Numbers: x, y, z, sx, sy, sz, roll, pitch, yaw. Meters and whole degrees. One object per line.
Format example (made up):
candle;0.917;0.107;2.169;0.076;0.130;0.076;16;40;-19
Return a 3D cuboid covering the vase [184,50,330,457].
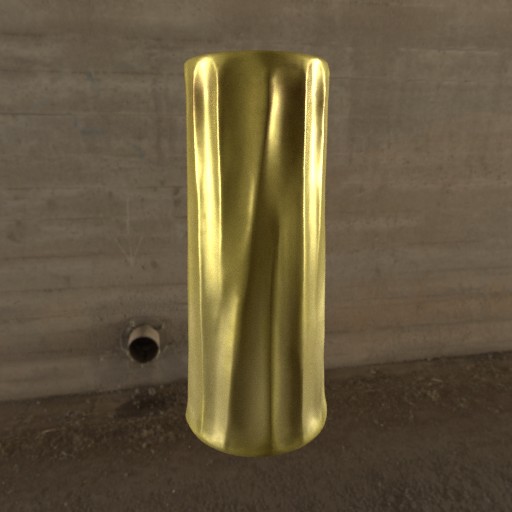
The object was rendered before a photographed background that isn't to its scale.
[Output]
vase;0.000;0.000;0.177;0.061;0.143;0.061;0;14;0
